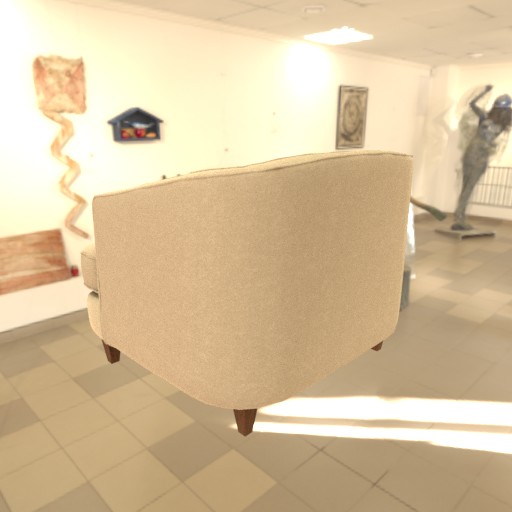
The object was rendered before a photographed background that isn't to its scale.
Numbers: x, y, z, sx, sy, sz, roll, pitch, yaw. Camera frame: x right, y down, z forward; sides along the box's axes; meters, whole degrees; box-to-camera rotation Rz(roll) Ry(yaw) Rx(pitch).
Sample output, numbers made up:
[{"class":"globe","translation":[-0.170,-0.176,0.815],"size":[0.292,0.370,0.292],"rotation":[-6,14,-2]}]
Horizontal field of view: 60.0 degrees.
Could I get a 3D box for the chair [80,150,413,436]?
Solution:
[{"class":"chair","translation":[0.000,0.000,1.789],"size":[1.104,0.852,0.941],"rotation":[-15,22,-42]}]
